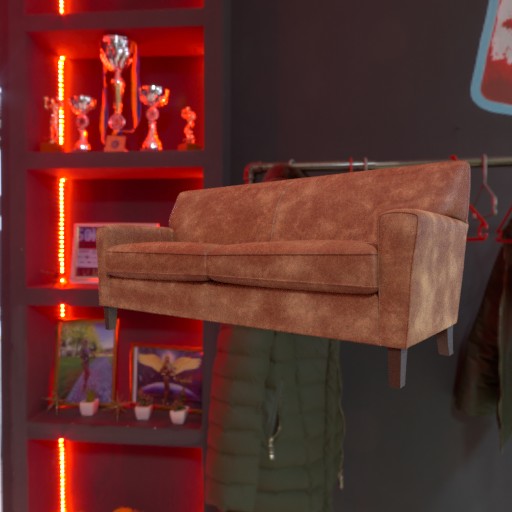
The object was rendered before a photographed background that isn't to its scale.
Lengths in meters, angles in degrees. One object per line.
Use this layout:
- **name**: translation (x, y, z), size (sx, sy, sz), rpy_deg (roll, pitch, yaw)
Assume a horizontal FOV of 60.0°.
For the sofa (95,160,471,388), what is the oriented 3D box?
- **sofa**: translation (0.000, 0.000, 2.486), size (2.053, 0.947, 0.805), rpy_deg (1, 1, 38)
